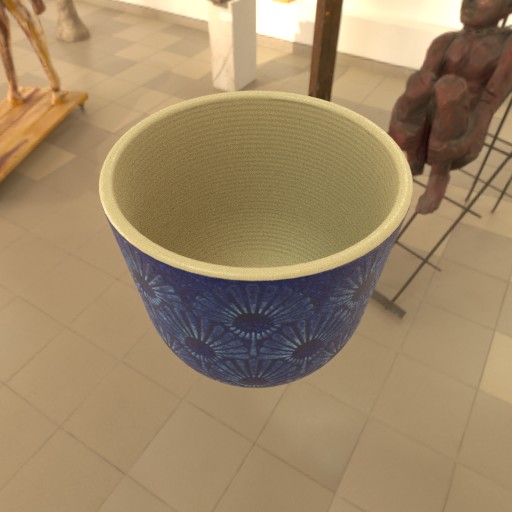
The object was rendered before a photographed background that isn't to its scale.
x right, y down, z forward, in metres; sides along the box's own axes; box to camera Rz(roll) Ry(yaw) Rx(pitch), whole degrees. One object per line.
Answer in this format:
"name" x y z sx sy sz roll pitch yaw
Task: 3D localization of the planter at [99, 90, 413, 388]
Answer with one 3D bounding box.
"planter" 0.000 0.000 0.300 0.170 0.153 0.170 0 47 0
